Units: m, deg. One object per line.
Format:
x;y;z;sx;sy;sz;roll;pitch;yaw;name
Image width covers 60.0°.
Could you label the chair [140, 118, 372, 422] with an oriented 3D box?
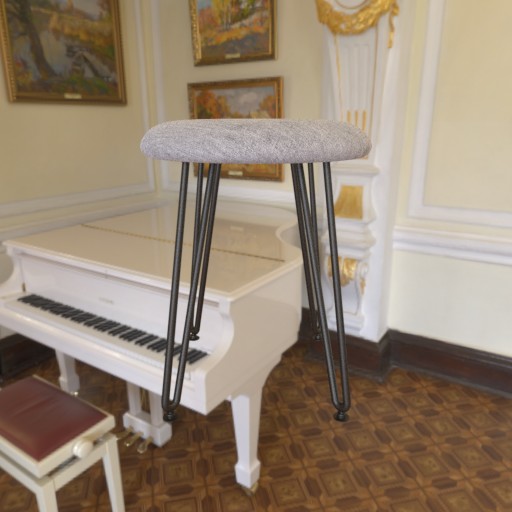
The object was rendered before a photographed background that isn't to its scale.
0.000;0.000;0.654;0.350;0.386;0.350;-16;23;-43;chair
